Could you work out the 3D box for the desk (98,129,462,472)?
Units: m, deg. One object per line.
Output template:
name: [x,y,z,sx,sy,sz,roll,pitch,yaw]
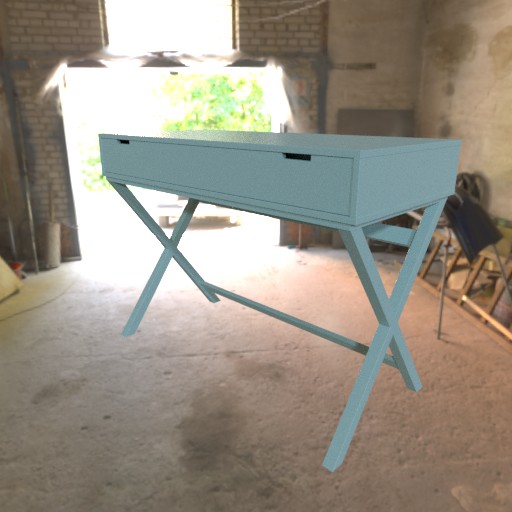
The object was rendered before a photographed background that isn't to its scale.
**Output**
desk: [0.000,0.000,1.492,1.059,0.780,0.509,17,24,42]
